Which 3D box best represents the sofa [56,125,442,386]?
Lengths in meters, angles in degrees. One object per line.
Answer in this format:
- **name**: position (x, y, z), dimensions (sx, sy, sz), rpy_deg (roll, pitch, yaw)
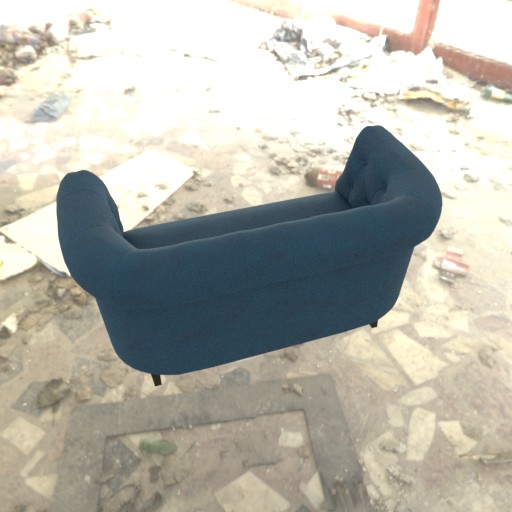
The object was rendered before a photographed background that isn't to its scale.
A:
- **sofa**: position (0.000, 0.000, 2.037), dimensions (1.558, 0.827, 0.835), rpy_deg (-12, 44, -13)
